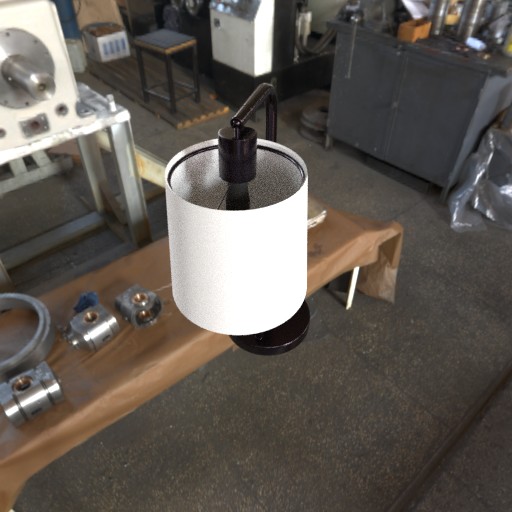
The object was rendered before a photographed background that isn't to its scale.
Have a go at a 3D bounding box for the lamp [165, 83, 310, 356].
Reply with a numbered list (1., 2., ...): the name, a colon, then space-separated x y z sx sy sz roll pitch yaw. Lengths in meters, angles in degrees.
1. lamp: 0.000 0.000 0.644 0.171 0.489 0.333 10 43 11
